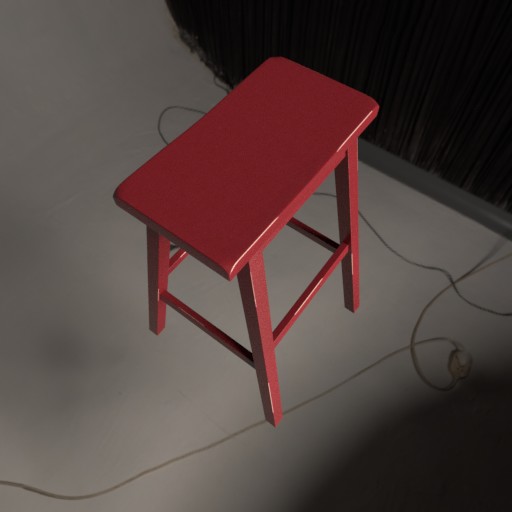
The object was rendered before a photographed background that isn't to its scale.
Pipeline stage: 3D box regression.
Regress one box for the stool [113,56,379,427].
[{"bbox_3d":[0.000,0.000,1.068,0.476,0.737,0.457,33,64,18],"label":"stool"}]
